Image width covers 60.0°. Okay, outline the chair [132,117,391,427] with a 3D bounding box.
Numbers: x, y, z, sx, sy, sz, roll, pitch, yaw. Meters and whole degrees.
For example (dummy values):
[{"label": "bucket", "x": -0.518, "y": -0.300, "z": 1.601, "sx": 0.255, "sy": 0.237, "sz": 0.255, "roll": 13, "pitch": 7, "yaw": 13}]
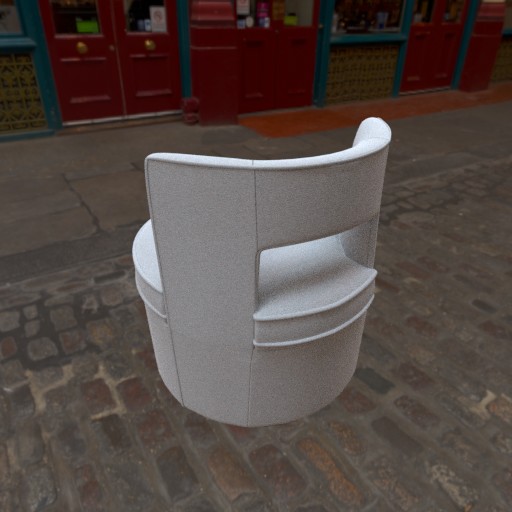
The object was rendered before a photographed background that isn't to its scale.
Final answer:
[{"label": "chair", "x": 0.000, "y": 0.000, "z": 1.220, "sx": 0.650, "sy": 0.723, "sz": 0.665, "roll": -17, "pitch": 34, "yaw": -28}]
